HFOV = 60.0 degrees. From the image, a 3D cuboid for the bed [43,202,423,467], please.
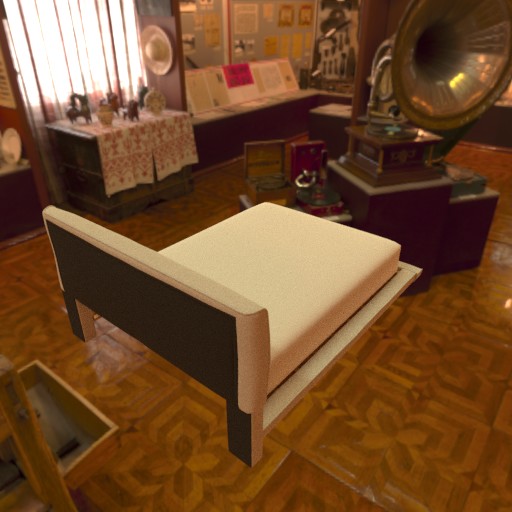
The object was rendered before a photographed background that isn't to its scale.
[{"bbox_3d":[0.000,0.000,3.434,1.840,1.067,2.368,22,36,34],"label":"bed"}]
